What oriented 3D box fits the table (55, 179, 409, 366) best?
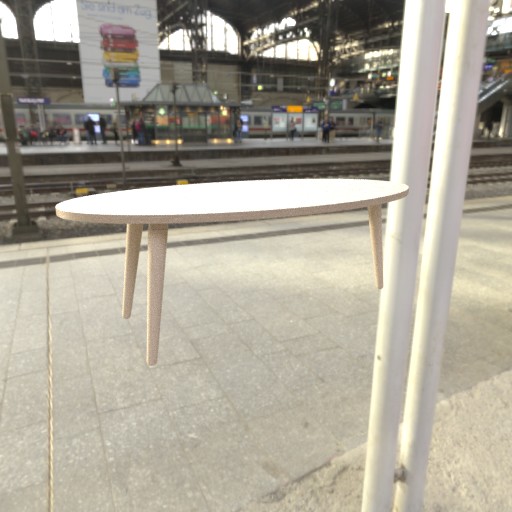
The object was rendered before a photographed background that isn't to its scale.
[{"bbox_3d":[0.000,0.000,1.358,1.083,0.390,0.542,-8,18,-26],"label":"table"}]
